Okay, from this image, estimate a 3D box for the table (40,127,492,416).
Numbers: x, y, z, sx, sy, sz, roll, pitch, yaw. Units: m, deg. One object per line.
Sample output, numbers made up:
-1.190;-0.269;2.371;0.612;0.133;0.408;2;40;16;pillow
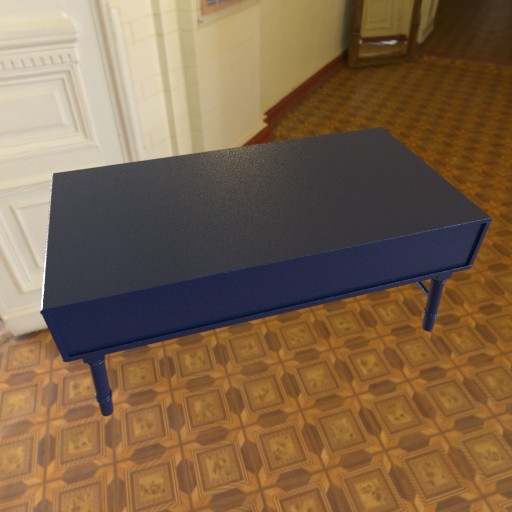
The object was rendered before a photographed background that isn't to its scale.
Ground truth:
0.000;0.000;1.345;1.067;0.457;0.572;-11;42;-13;table
